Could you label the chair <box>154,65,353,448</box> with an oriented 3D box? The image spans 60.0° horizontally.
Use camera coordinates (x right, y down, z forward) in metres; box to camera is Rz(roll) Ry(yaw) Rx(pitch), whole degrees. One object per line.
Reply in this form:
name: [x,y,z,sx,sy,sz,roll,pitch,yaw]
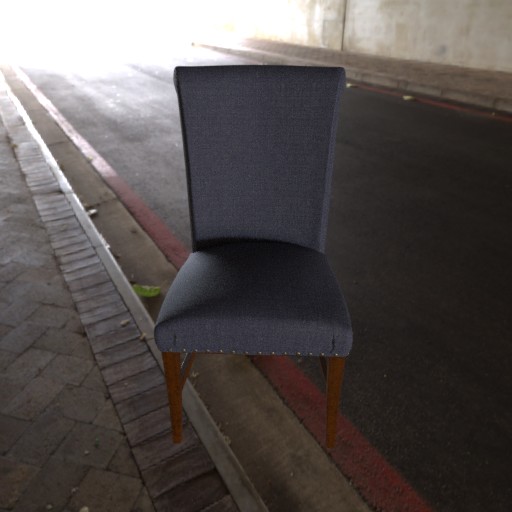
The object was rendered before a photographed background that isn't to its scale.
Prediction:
chair: [0.000,0.000,1.319,0.513,0.988,0.608,1,30,2]
